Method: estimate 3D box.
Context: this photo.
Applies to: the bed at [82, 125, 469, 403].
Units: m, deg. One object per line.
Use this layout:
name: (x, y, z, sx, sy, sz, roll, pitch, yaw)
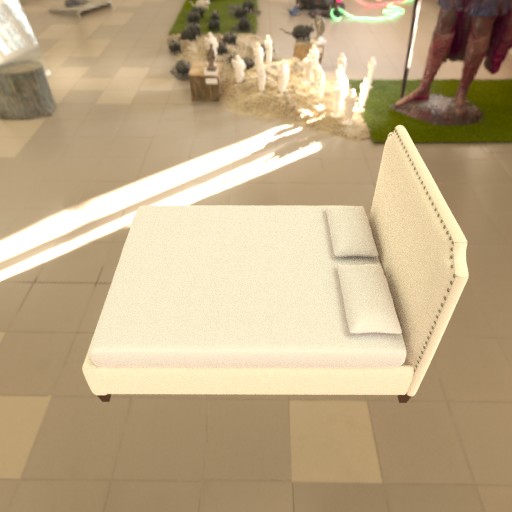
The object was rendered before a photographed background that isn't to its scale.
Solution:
bed: (0.000, 0.000, 3.432, 2.372, 1.497, 1.712, 0, 42, 0)
